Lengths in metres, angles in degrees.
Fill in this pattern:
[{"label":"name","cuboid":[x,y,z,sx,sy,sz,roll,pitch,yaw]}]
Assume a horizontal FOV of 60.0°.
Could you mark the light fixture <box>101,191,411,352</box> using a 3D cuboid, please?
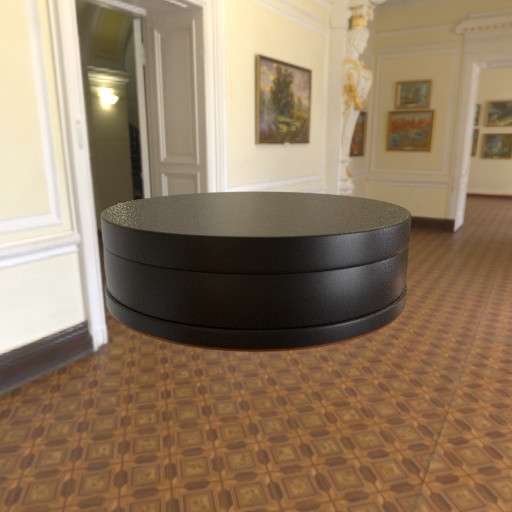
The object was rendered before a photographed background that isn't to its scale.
[{"label":"light fixture","cuboid":[0.000,0.000,0.433,0.283,0.097,0.283,0,14,0]}]
